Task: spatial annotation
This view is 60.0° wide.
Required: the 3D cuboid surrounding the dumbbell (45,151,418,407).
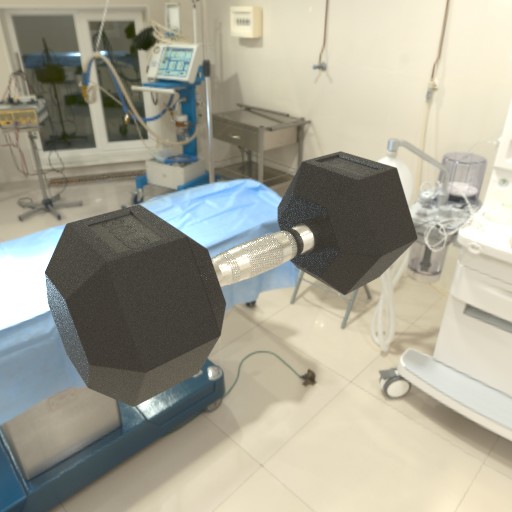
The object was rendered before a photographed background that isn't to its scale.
[{"bbox_3d":[0.000,0.000,0.399,0.337,0.123,0.142,-21,36,-33],"label":"dumbbell"}]
